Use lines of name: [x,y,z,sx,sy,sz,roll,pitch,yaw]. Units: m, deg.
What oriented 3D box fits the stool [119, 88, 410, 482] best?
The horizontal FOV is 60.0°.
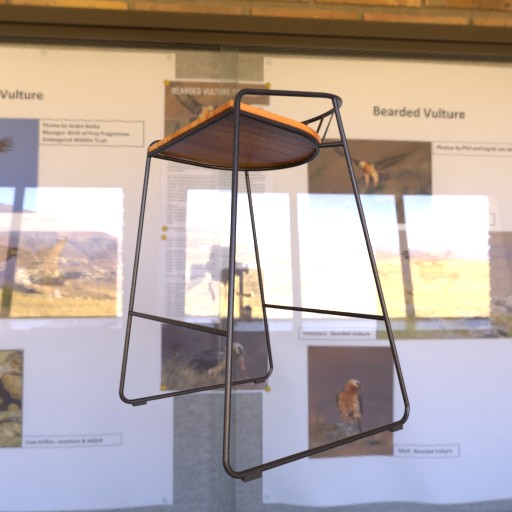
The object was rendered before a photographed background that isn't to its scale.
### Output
stool: [0.000,0.000,1.134,0.521,0.812,0.546,1,-2,-36]
